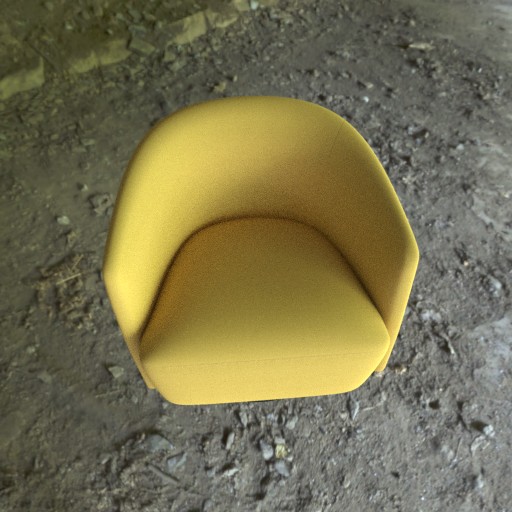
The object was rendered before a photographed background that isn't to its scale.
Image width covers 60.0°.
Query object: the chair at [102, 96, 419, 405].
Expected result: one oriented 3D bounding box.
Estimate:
[{"bbox_3d":[0.000,0.000,1.381,0.773,0.698,0.767,-3,47,-3],"label":"chair"}]
